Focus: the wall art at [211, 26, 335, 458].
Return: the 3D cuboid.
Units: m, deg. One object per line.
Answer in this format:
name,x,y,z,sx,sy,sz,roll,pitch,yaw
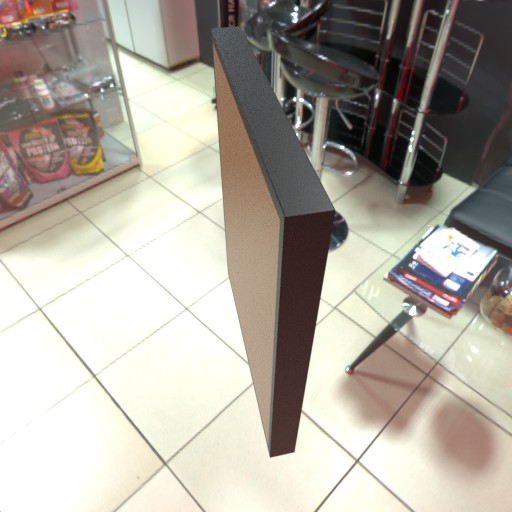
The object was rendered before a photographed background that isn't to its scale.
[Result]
wall art,0.000,0.000,0.482,0.030,0.369,0.294,-9,47,-8
